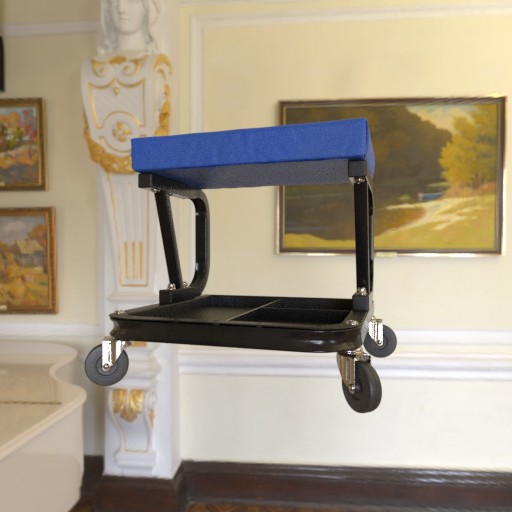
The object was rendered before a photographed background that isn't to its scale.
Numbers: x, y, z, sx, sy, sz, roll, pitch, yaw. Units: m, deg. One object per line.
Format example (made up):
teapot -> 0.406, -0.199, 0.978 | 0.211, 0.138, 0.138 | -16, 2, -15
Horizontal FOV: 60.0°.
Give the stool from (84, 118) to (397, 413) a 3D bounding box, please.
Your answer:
stool -> 0.000, 0.000, 0.733 | 0.446, 0.380, 0.371 | 0, 0, 17
